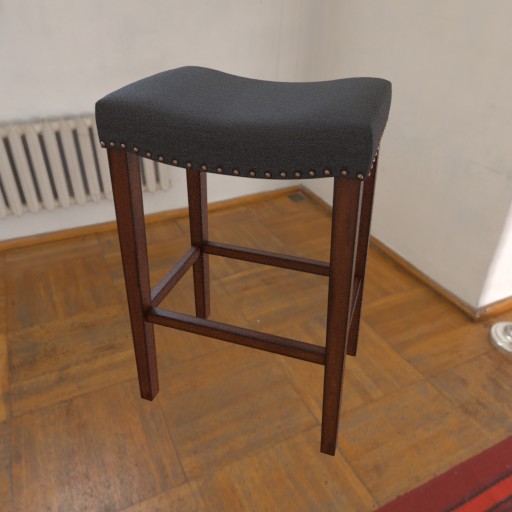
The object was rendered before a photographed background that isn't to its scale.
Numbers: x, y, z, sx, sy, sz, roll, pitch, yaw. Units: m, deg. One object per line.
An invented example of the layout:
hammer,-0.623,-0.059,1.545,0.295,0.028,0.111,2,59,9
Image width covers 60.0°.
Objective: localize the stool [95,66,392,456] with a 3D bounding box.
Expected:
stool,0.000,0.000,1.017,0.502,0.760,0.366,11,34,16
